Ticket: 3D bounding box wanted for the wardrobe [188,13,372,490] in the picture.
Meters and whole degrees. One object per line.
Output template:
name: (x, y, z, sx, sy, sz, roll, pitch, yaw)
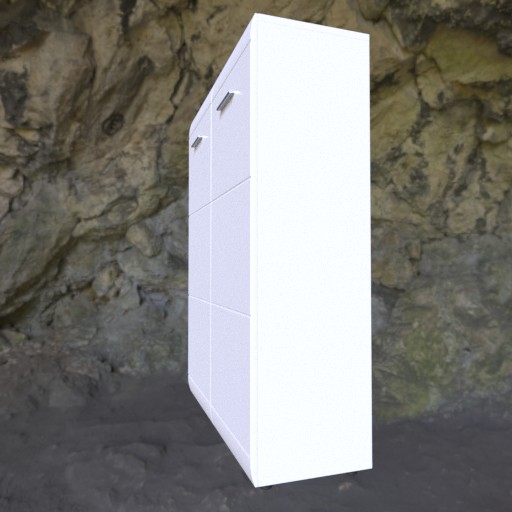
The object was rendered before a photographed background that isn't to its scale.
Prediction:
wardrobe: (0.000, 0.000, 1.574, 0.360, 1.200, 0.900, 0, -2, -18)
